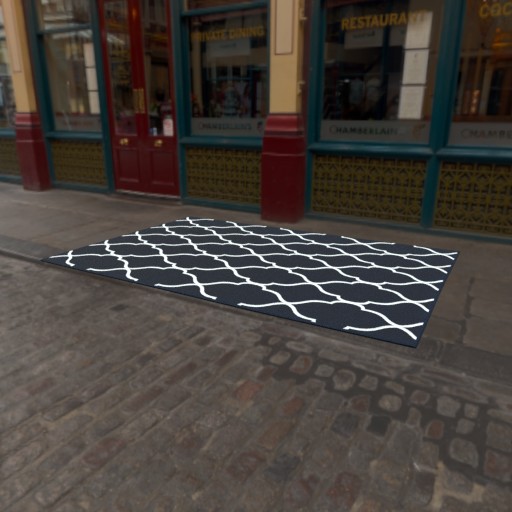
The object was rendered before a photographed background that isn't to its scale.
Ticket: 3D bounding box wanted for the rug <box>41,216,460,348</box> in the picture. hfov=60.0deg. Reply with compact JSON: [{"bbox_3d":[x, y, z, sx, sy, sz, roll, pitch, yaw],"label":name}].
[{"bbox_3d":[0.000,0.000,2.890,2.294,0.014,1.528,9,19,28],"label":"rug"}]
